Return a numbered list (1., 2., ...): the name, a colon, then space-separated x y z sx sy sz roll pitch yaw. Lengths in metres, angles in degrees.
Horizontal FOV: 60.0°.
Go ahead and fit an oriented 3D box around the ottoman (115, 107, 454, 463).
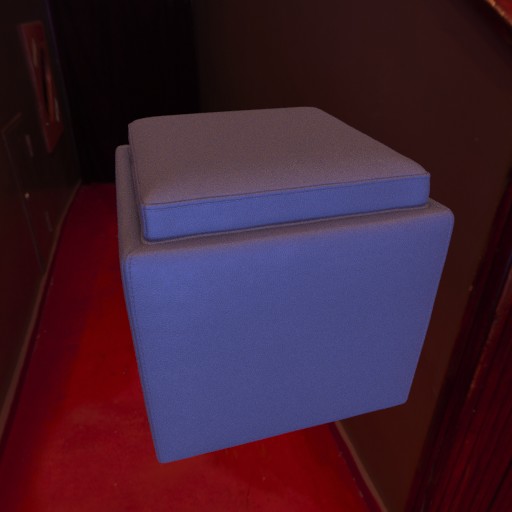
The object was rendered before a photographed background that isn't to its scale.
1. ottoman: 0.000 0.000 0.798 0.450 0.460 0.451 -8 32 -14
